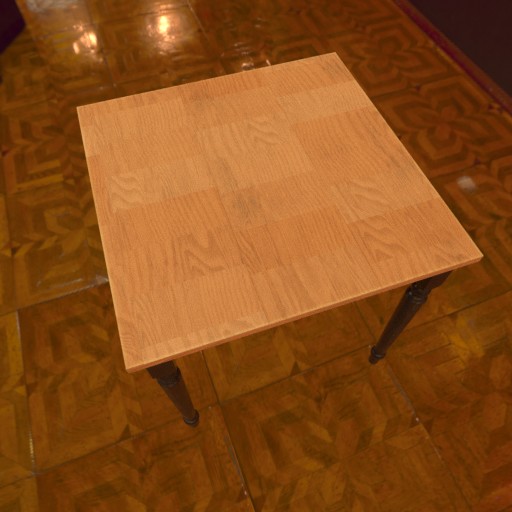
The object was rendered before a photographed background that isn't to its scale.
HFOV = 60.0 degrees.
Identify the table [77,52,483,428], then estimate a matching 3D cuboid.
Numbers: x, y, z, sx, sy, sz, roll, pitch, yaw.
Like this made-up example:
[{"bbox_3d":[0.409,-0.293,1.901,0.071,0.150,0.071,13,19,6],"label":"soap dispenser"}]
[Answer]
[{"bbox_3d":[0.000,0.000,1.357,0.747,0.738,0.747,-16,59,-10],"label":"table"}]
